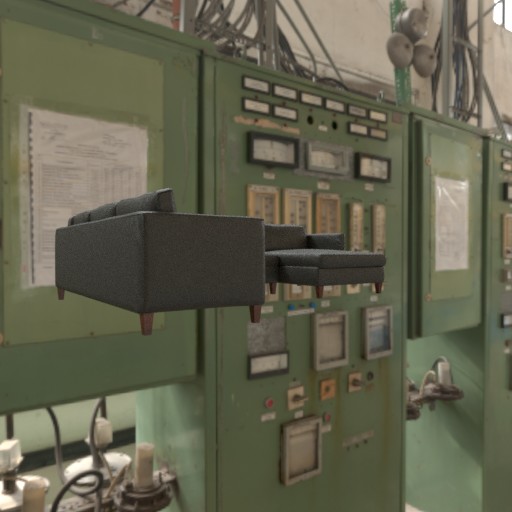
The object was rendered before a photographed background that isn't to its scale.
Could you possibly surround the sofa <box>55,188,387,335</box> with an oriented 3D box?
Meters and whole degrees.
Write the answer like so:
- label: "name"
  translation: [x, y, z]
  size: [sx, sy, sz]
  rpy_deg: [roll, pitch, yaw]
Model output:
- label: "sofa"
  translation: [0.000, 0.000, 4.640]
  size: [3.460, 0.923, 2.593]
  rpy_deg: [0, 1, -35]
